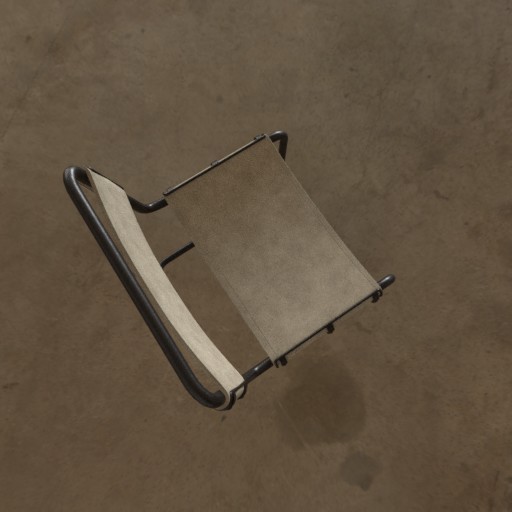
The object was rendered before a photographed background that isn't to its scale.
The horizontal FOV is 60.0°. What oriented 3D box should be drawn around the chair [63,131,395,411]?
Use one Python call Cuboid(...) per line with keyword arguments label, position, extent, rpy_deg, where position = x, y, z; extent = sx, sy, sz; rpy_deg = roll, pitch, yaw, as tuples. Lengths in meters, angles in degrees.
Cuboid(label="chair", position=(0.000, 0.000, 1.072), extent=(0.497, 0.747, 0.499), rpy_deg=(-33, 78, -8))
